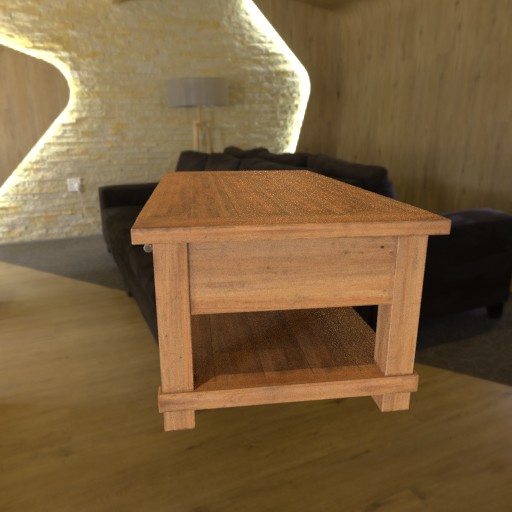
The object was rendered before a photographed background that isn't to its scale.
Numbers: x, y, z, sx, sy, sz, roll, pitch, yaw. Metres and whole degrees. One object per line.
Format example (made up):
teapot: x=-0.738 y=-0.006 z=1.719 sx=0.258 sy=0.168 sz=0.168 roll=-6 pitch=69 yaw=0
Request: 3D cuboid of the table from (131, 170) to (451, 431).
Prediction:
table: x=0.000 y=0.000 z=1.587 sx=0.693 sy=0.494 sz=1.270 roll=-2 pitch=16 yaw=-8
